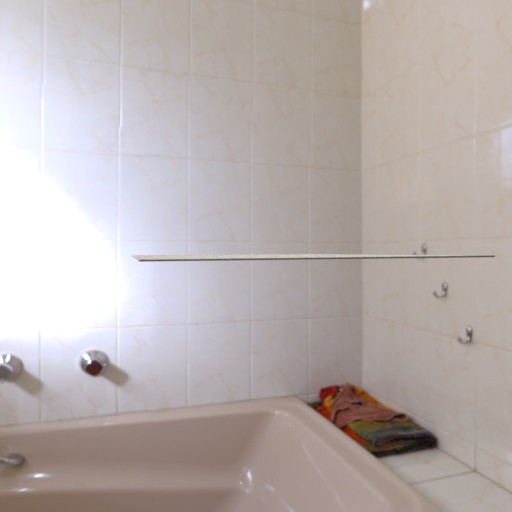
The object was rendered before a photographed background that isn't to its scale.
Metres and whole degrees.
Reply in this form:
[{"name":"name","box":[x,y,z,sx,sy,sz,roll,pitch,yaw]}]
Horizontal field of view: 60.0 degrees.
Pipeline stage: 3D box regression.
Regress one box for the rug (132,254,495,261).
[{"name":"rug","box":[0.000,0.000,2.143,1.141,0.015,1.749,0,0,-16]}]
